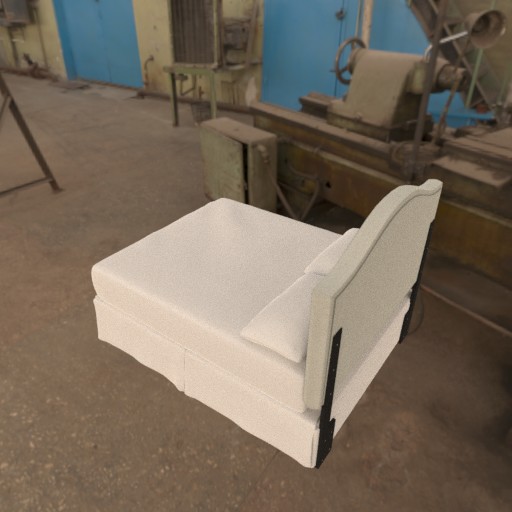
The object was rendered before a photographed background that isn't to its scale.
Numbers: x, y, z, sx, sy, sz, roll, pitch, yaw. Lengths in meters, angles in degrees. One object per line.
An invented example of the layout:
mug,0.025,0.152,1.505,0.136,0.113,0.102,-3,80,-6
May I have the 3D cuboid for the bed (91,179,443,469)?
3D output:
bed,0.000,0.000,3.512,2.180,1.607,1.813,21,38,30
